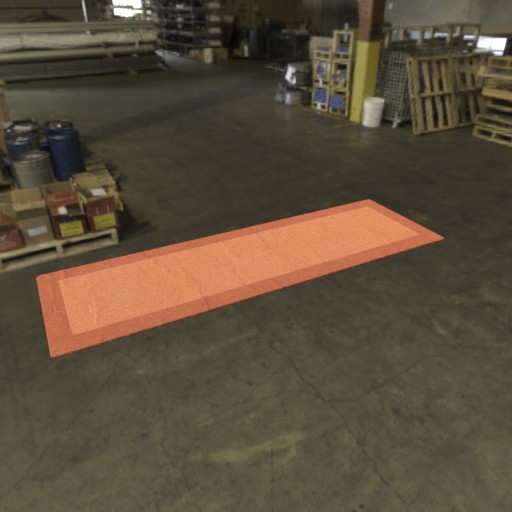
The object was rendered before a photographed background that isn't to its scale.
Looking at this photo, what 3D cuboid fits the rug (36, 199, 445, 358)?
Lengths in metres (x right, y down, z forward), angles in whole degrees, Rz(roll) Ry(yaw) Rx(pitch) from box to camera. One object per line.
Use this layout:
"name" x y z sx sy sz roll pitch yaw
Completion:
"rug" 0.000 0.000 2.720 2.471 0.013 0.914 -17 34 -27
